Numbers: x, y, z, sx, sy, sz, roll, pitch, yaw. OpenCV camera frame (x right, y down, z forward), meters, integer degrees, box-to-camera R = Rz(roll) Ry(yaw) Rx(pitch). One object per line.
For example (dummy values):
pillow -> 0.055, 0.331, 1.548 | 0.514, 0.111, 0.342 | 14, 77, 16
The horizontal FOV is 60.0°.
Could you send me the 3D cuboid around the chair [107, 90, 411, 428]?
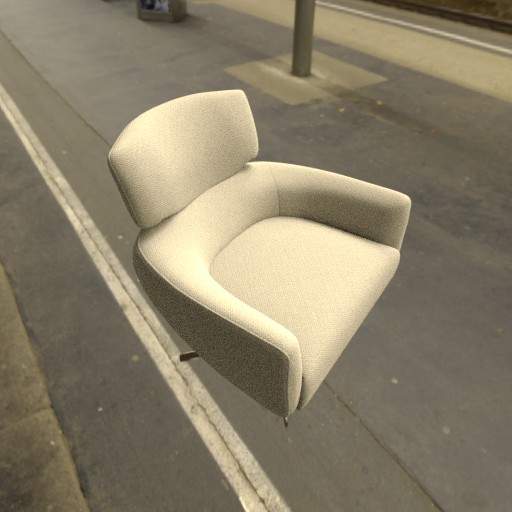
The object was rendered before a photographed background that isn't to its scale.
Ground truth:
chair -> 0.000, 0.000, 1.381 | 0.730, 0.810, 0.760 | 24, 45, 26
